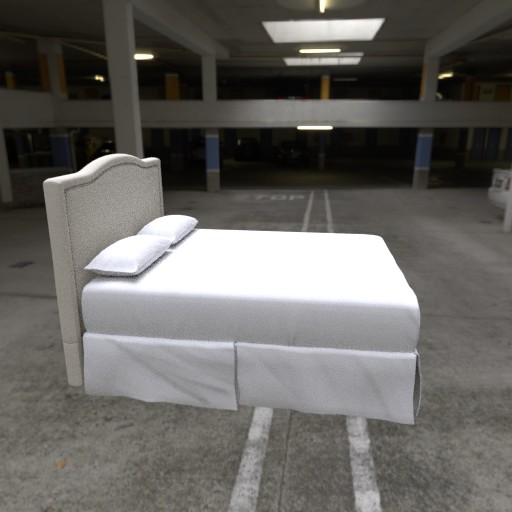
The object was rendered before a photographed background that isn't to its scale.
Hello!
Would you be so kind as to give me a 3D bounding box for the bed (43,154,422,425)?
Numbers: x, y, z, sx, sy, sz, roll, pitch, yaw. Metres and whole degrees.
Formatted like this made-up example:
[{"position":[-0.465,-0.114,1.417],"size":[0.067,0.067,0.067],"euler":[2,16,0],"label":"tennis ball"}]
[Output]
[{"position":[0.000,0.000,3.281],"size":[2.196,1.449,1.741],"euler":[2,17,7],"label":"bed"}]
